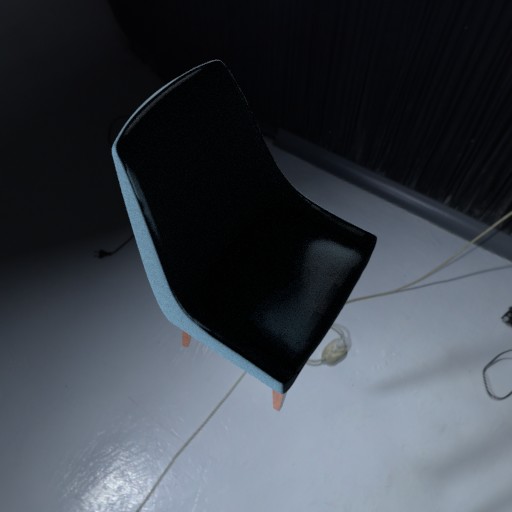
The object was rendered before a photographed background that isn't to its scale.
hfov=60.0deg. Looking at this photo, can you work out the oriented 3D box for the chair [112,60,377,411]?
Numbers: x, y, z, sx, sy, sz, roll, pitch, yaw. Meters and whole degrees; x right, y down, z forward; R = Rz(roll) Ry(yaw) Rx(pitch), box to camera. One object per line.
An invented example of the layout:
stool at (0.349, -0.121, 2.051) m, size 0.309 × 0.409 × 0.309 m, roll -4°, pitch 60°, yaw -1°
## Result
chair at (0.000, 0.000, 1.238) m, size 0.544 × 0.861 × 0.529 m, roll 29°, pitch 62°, yaw 18°
